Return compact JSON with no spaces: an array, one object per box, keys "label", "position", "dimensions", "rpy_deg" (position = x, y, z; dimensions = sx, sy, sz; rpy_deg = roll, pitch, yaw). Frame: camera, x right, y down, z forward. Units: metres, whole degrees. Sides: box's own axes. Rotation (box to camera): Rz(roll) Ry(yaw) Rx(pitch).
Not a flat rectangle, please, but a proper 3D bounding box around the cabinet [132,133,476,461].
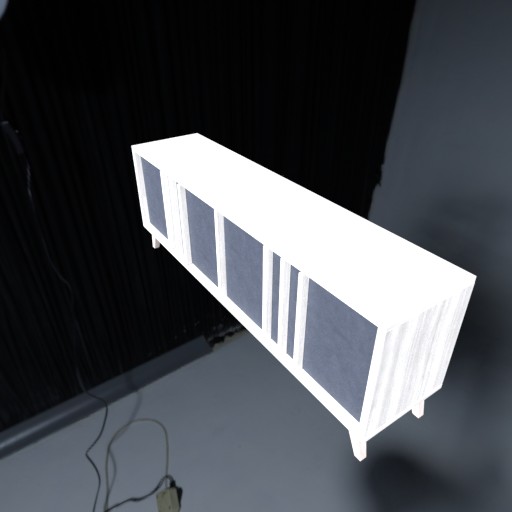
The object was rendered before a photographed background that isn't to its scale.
[{"label":"cabinet","position":[0.000,0.000,2.513],"dimensions":[0.499,0.779,2.198],"rpy_deg":[-20,37,-29]}]
